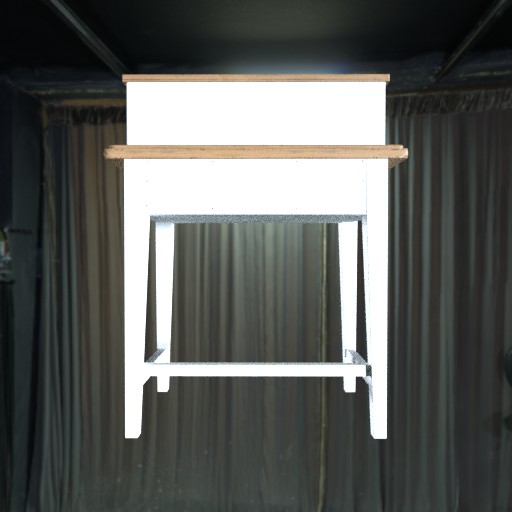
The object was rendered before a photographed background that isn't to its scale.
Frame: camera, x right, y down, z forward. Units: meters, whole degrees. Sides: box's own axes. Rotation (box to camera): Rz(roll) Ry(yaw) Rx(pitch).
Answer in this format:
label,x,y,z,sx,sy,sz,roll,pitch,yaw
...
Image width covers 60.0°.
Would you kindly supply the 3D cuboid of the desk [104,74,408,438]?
label,x,y,z,sx,sy,sz,roll,pitch,yaw
desk,0.000,0.000,1.421,0.814,0.981,0.462,0,1,0
